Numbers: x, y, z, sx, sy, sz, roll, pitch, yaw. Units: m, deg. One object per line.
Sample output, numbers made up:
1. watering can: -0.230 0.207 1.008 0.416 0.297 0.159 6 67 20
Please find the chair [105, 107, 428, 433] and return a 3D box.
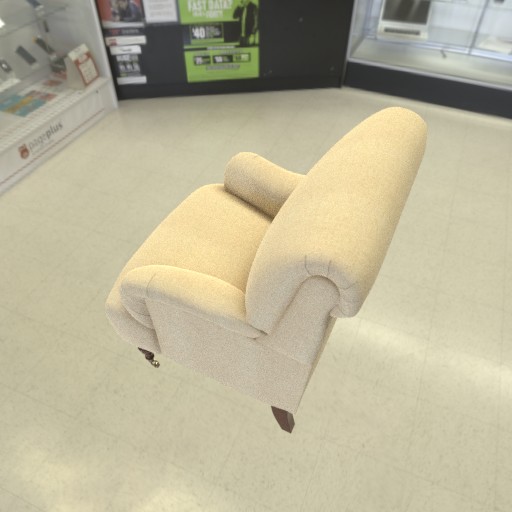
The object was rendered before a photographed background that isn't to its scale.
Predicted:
1. chair: 0.000 0.000 1.526 0.842 0.944 0.766 19 49 17
